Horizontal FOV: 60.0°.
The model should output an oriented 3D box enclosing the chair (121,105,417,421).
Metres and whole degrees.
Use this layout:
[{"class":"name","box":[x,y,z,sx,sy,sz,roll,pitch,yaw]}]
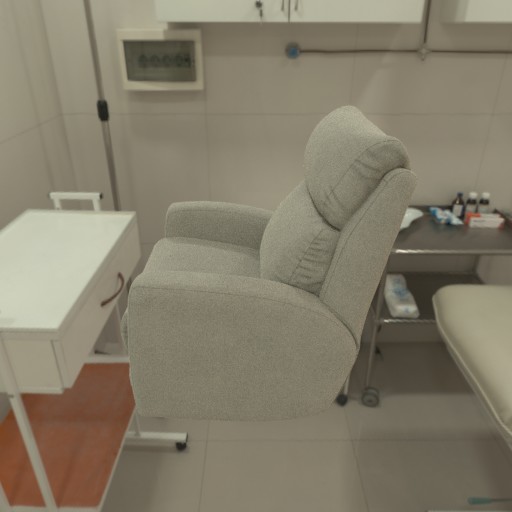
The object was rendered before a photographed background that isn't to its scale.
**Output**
[{"class":"chair","box":[0.000,0.000,1.692,0.940,1.021,0.794,0,27,0]}]
